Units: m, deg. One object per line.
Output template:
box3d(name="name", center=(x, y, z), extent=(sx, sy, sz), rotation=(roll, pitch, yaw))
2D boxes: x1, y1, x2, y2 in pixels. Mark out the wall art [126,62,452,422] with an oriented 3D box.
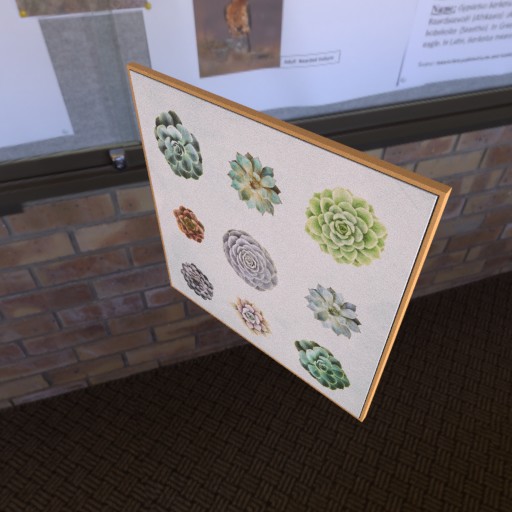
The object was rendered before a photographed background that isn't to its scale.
box3d(name="wall art", center=(0.000, 0.000, 0.665), extent=(0.457, 0.455, 0.013), rotation=(31, 52, 27))
